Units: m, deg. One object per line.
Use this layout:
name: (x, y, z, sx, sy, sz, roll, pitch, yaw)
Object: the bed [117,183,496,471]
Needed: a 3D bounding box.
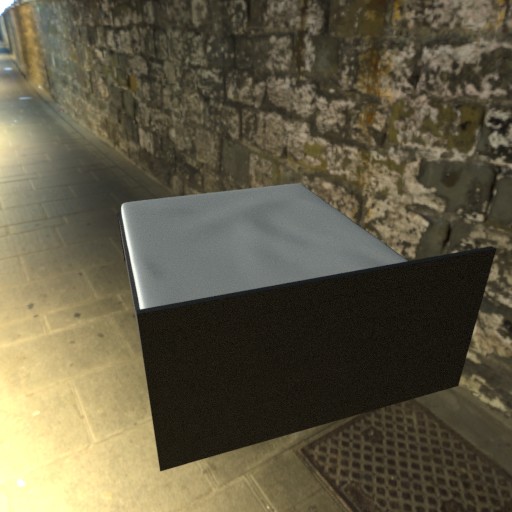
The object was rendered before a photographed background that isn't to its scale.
bed: (0.000, 0.000, 2.823, 1.585, 0.823, 2.073, -9, 29, -17)
